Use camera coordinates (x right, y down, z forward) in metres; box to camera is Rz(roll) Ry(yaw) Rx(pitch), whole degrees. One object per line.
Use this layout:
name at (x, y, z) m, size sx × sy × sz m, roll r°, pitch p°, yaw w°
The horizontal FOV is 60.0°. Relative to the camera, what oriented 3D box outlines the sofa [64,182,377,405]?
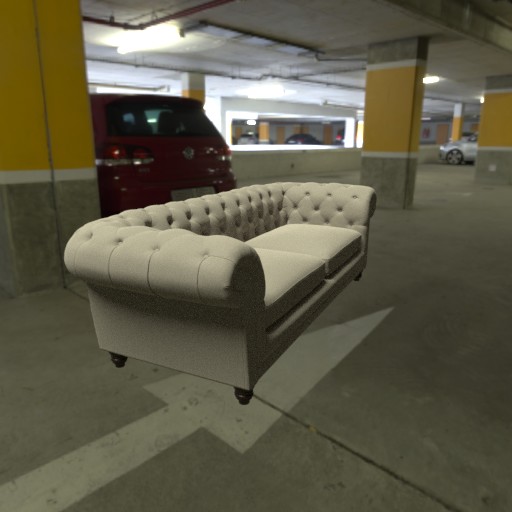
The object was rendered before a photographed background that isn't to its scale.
sofa at (0.000, 0.000, 2.794) m, size 0.991 × 0.749 × 2.411 m, roll 7°, pitch 17°, yaw 26°
